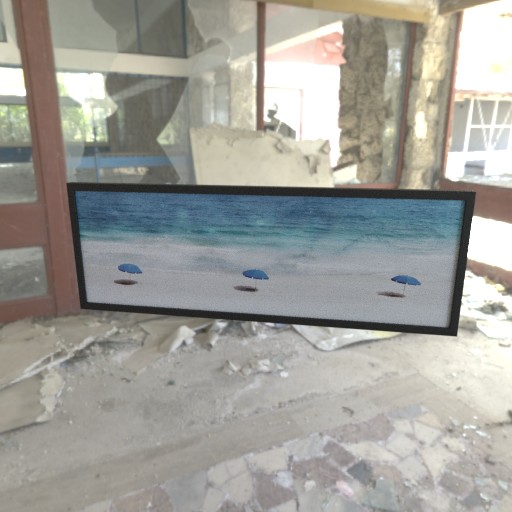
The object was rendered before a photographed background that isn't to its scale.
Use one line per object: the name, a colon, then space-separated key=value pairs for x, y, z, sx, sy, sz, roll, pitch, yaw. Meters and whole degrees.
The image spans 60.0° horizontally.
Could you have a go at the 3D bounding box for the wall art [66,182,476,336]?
wall art: x=0.000 y=0.000 z=1.774 sx=1.572 sy=0.554 sz=0.041 roll=3 pitch=16 yaw=10
